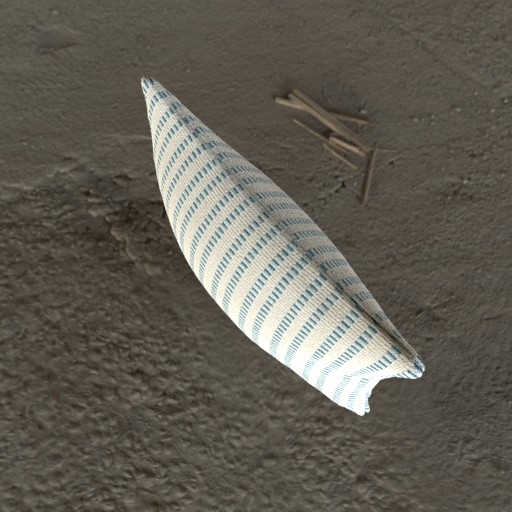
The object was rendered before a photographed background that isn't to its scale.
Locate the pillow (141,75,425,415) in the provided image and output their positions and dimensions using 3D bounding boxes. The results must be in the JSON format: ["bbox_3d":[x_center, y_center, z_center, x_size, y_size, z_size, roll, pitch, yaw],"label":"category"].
[{"bbox_3d":[0.000,0.000,0.787,0.210,0.353,0.640,-35,69,-16],"label":"pillow"}]
